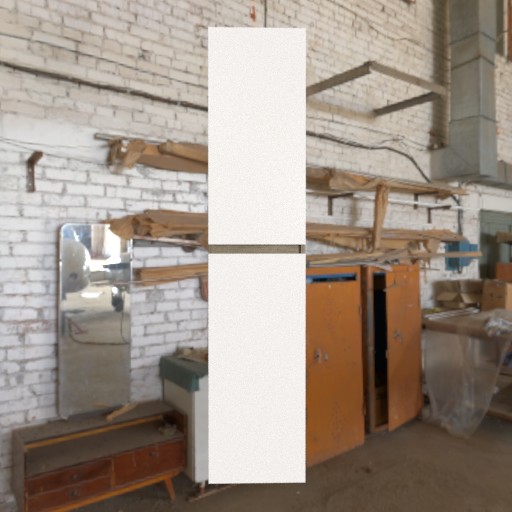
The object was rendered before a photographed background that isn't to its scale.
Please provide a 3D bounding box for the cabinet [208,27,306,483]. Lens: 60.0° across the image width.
[{"bbox_3d":[0.000,0.000,1.497,0.300,1.400,0.270,0,1,-1],"label":"cabinet"}]
